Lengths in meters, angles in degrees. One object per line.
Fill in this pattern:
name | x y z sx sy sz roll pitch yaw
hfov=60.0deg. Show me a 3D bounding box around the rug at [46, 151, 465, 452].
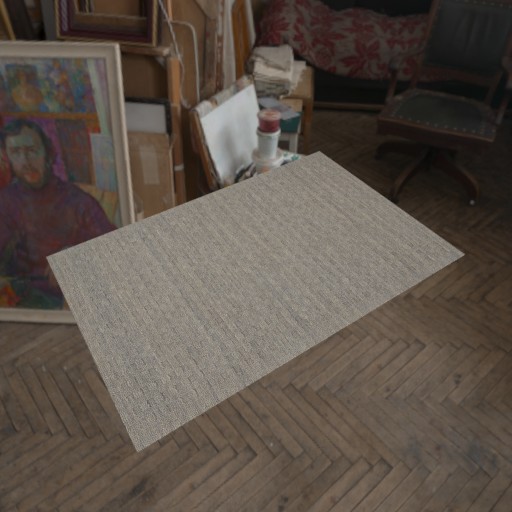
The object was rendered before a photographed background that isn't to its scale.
rug | 0.000 0.000 2.216 1.752 0.006 1.142 -25 50 -23
